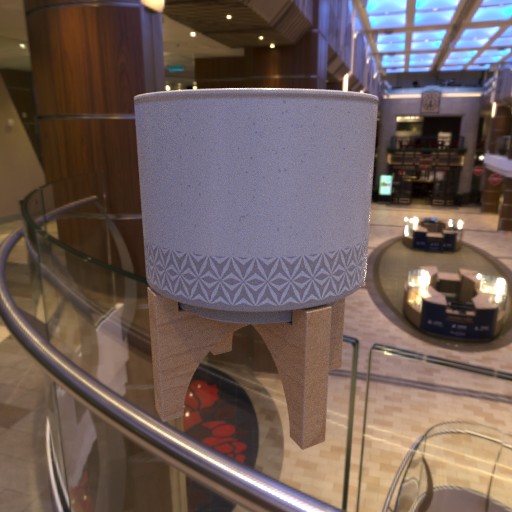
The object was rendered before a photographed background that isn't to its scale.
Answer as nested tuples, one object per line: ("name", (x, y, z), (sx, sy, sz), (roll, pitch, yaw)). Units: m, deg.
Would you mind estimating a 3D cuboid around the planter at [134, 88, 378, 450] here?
("planter", (0.000, 0.000, 0.266), (0.130, 0.178, 0.130), (0, 16, 0))
